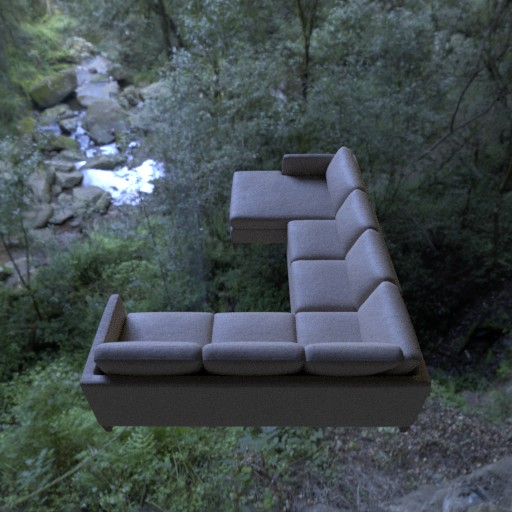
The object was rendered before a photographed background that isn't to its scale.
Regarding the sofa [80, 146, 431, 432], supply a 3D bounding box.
[{"bbox_3d":[0.000,0.000,4.561,2.551,0.889,3.403,0,41,0],"label":"sofa"}]
